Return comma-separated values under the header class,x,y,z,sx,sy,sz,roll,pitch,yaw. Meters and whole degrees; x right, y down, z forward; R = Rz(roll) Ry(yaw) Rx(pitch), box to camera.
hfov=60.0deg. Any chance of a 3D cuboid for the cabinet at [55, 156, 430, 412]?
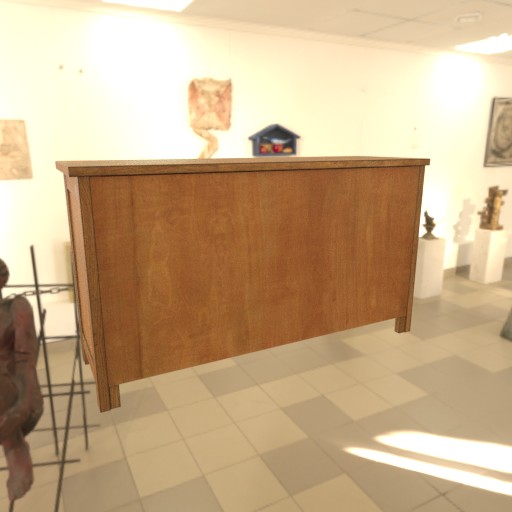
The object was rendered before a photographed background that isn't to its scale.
class,x,y,z,sx,sy,sz,roll,pitch,yaw
cabinet,0.000,0.000,1.912,1.474,0.813,0.480,-7,16,-27
